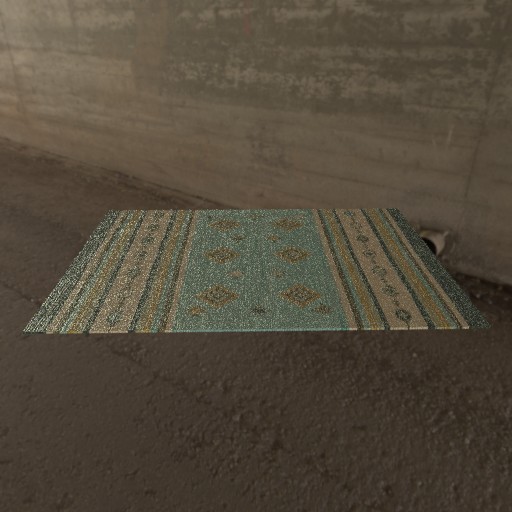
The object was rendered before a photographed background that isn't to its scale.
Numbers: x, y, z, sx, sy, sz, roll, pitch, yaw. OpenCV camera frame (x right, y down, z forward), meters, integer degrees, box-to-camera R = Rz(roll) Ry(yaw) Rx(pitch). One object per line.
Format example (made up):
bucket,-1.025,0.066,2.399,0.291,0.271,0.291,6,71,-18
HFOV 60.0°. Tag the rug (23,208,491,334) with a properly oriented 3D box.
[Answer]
rug,0.000,0.000,2.247,1.811,0.010,1.212,-1,28,-1
